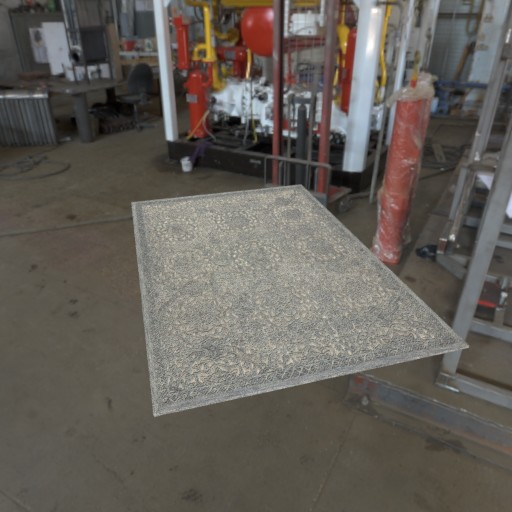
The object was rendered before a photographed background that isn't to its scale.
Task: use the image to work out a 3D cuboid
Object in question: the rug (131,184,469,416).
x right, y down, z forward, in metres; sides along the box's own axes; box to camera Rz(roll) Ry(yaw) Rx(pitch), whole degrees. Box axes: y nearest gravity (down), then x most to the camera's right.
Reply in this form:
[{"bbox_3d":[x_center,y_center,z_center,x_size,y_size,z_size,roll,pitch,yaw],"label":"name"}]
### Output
[{"bbox_3d":[0.000,0.000,2.339,1.208,0.012,1.819,-8,31,-14],"label":"rug"}]
